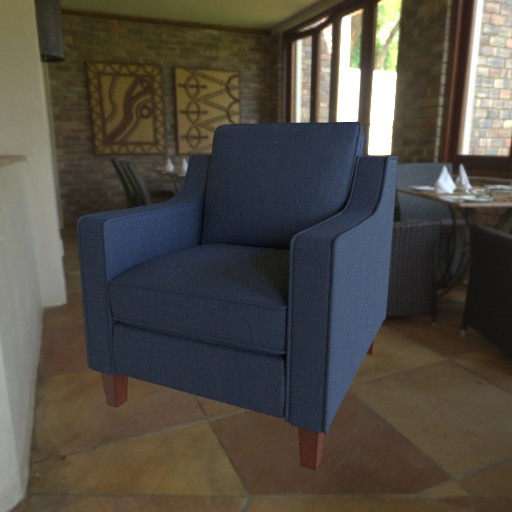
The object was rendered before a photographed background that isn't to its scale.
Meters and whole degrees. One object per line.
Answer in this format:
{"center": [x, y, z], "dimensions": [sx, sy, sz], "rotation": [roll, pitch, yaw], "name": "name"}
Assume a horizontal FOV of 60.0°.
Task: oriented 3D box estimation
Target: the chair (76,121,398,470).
{"center": [0.000, 0.000, 1.619], "dimensions": [0.831, 0.960, 0.909], "rotation": [6, 15, 25], "name": "chair"}
